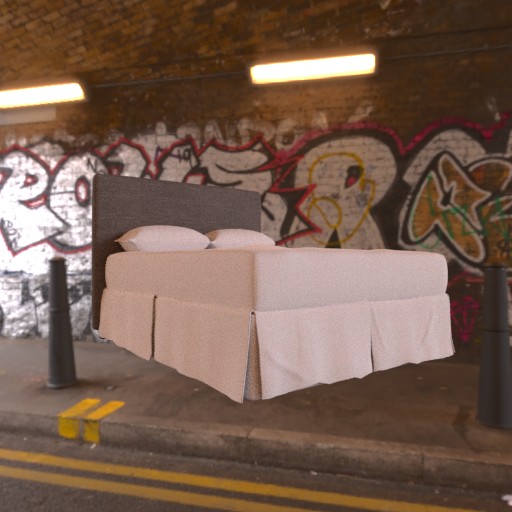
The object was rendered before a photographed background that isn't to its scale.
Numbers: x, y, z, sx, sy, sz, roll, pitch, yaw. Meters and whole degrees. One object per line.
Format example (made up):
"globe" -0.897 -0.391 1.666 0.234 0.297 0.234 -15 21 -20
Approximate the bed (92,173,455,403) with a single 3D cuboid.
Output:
"bed" 0.000 0.000 3.211 1.723 1.330 2.142 0 0 -37
